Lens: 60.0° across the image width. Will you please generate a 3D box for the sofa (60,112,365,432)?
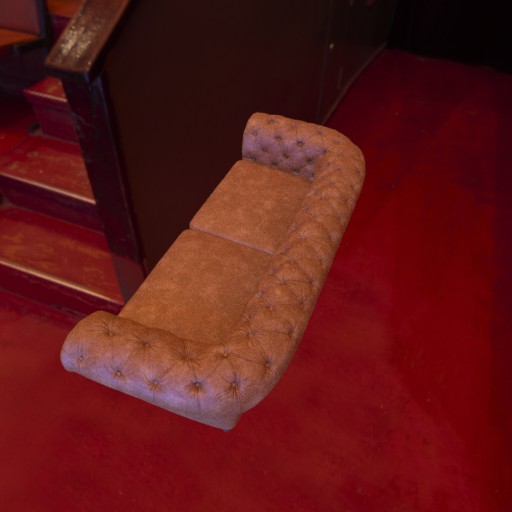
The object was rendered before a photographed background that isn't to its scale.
[{"bbox_3d":[0.000,0.000,2.809,0.989,0.760,2.365,16,48,15],"label":"sofa"}]
